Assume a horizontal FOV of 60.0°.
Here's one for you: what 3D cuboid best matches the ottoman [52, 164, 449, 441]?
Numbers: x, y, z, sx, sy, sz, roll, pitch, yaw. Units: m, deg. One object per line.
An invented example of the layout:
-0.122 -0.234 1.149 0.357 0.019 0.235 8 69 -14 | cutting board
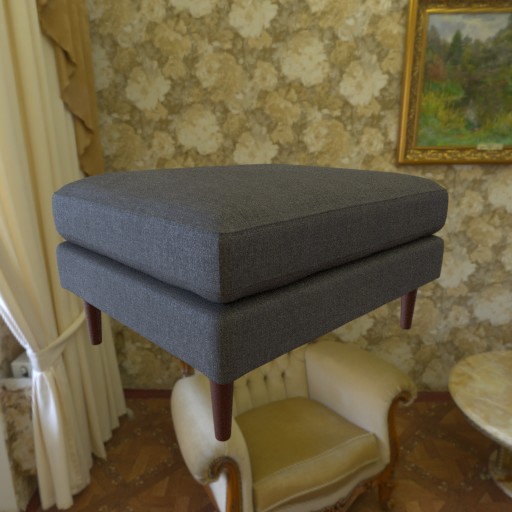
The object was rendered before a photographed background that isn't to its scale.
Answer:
0.000 0.000 1.206 0.821 0.474 0.693 -15 21 -42 | ottoman
